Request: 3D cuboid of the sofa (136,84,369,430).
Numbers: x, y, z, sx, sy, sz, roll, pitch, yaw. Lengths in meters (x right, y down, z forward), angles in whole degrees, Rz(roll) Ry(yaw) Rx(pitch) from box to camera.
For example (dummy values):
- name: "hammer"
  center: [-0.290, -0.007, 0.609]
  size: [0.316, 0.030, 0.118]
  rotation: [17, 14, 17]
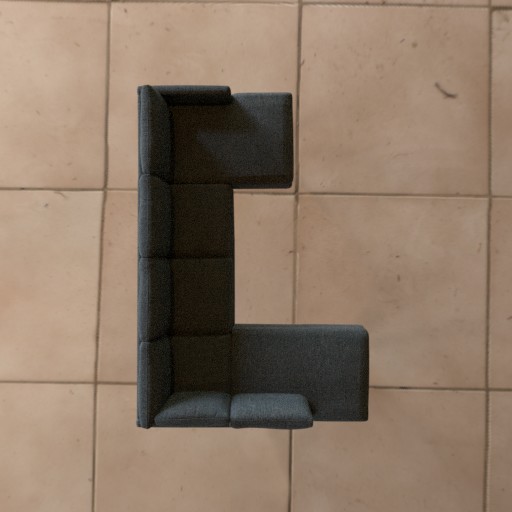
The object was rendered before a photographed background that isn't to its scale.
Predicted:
- name: "sofa"
  center: [0.000, 0.000, 3.651]
  size: [1.879, 0.753, 2.737]
  rotation: [0, 89, 0]
